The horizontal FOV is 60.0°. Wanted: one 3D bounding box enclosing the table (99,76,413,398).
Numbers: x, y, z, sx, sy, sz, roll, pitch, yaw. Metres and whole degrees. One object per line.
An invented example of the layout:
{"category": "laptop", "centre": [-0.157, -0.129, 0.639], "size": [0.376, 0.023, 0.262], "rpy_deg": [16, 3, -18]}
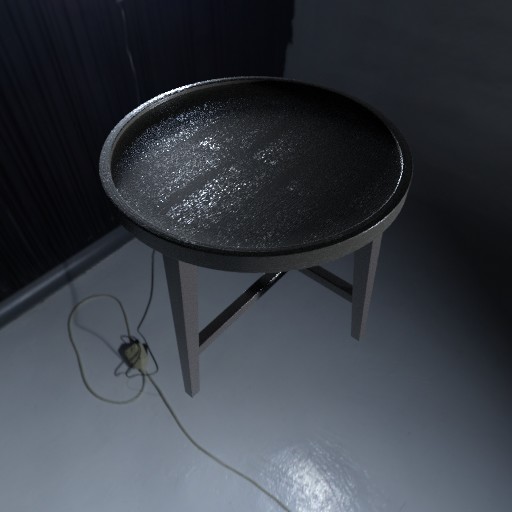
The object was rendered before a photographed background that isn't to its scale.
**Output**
{"category": "table", "centre": [0.000, 0.000, 0.919], "size": [0.500, 0.531, 0.500], "rpy_deg": [0, 47, 0]}
